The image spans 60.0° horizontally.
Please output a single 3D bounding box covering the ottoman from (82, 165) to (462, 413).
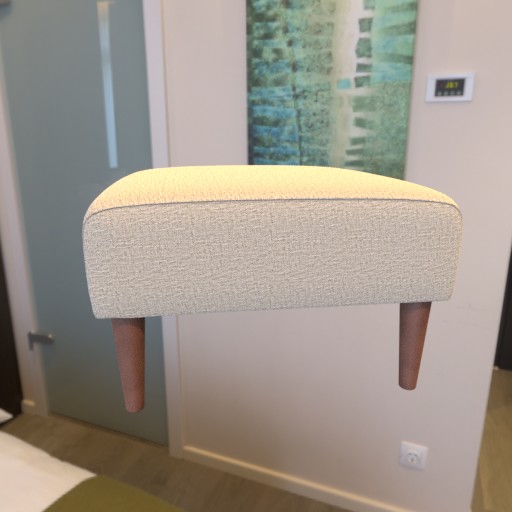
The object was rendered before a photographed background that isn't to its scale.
[{"bbox_3d":[0.000,0.000,1.042,0.649,0.398,0.650,-2,15,-8],"label":"ottoman"}]
